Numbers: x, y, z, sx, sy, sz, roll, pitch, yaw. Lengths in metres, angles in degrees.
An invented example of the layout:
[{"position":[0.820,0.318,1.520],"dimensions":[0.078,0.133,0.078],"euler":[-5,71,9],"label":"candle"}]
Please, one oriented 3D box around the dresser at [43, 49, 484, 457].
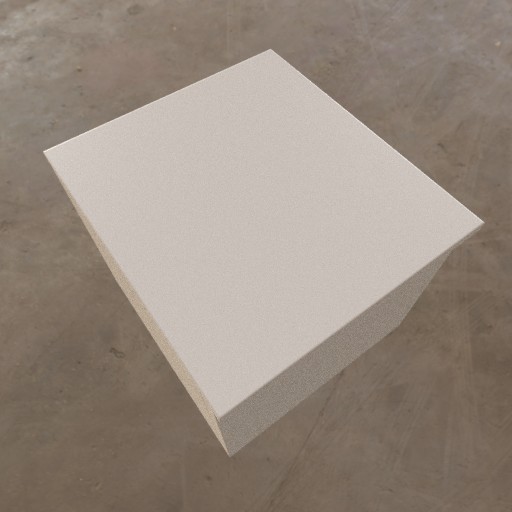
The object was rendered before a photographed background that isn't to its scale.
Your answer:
[{"position":[0.000,0.000,0.723],"dimensions":[0.400,0.360,0.430],"euler":[-32,64,-18],"label":"dresser"}]
